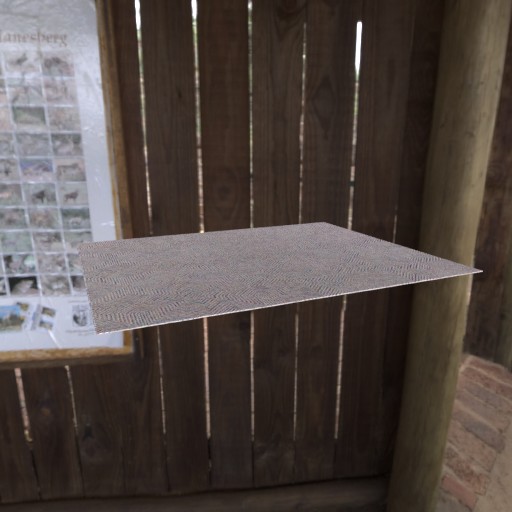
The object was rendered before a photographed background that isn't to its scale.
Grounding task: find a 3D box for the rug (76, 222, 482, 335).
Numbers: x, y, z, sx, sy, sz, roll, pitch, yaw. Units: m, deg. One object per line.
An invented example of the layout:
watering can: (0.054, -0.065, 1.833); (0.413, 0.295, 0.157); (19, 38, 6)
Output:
rug: (0.000, 0.000, 4.166); (3.046, 0.008, 2.442); (-6, 16, -23)
